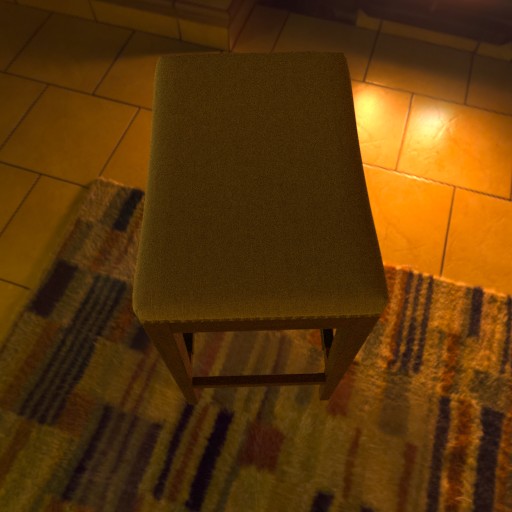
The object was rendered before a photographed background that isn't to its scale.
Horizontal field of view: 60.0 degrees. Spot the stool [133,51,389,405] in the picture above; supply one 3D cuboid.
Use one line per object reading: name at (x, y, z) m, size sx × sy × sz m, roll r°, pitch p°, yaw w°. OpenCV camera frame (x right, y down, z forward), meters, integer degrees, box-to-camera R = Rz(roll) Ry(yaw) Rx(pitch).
stool at (0.000, 0.000, 0.950) m, size 0.356 × 0.660 × 0.508 m, roll -2°, pitch 63°, yaw -1°
